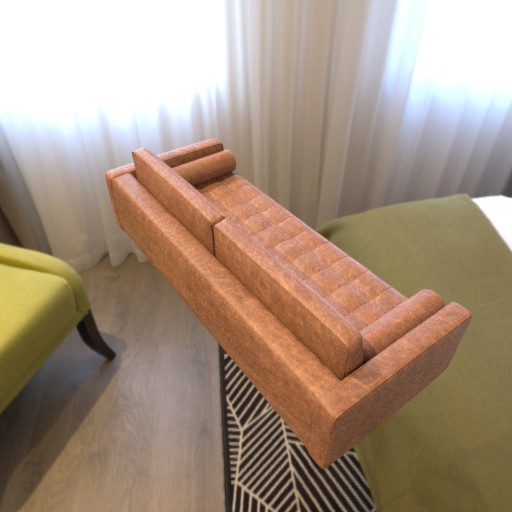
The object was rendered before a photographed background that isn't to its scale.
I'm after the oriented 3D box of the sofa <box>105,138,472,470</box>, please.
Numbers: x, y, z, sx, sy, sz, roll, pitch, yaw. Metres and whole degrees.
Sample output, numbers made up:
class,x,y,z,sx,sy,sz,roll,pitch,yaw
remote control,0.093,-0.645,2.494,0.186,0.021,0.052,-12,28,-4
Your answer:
class,x,y,z,sx,sy,sz,roll,pitch,yaw
sofa,0.000,0.000,2.614,0.914,0.762,2.210,-26,47,-27
